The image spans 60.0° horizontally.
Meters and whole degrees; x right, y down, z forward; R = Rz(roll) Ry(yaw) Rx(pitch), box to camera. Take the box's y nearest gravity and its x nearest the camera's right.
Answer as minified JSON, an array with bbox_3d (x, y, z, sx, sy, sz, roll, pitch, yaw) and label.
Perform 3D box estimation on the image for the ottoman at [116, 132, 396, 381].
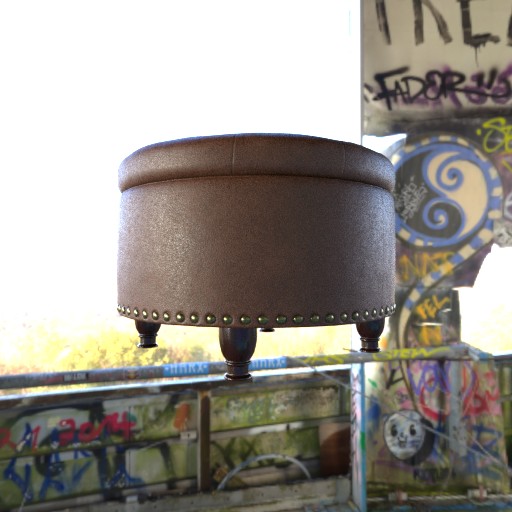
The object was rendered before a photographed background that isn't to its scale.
[{"bbox_3d":[0.000,0.000,1.060,0.637,0.442,0.637,0,-1,0],"label":"ottoman"}]
